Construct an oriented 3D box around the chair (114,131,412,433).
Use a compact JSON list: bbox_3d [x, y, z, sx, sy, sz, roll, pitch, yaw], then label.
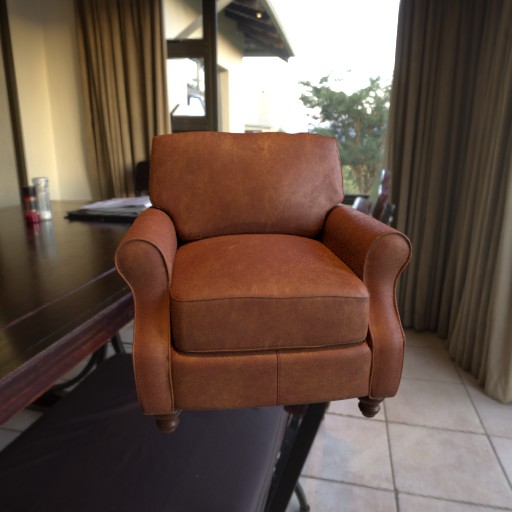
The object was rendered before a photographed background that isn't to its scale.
[{"bbox_3d":[0.000,0.000,1.763,0.983,0.962,0.986,-2,15,-7],"label":"chair"}]
